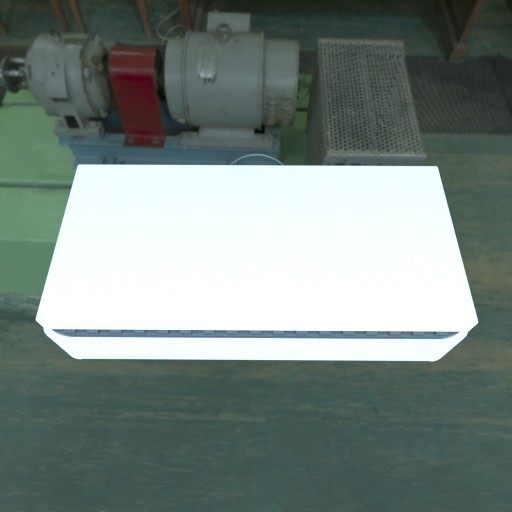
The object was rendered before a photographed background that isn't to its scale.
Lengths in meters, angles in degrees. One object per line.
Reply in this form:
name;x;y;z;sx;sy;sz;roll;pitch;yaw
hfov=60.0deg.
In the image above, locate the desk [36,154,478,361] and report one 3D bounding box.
desk;0.000;0.000;2.215;1.900;0.526;0.900;0;60;0
